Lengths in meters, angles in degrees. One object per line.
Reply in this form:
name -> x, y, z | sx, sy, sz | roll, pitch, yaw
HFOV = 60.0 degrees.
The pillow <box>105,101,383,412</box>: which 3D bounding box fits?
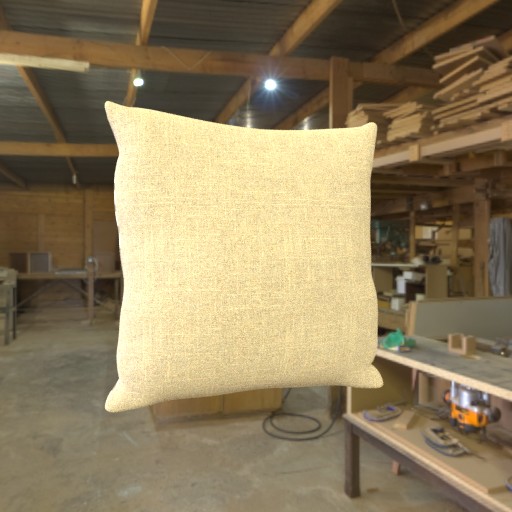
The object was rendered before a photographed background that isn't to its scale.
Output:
pillow -> 0.000, 0.000, 0.678 | 0.439, 0.440, 0.182 | 0, 1, -18
